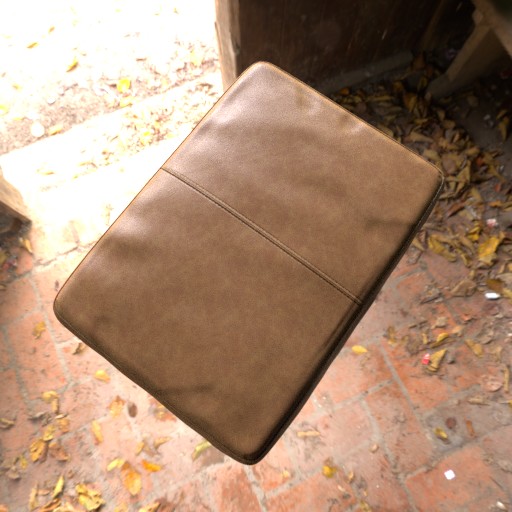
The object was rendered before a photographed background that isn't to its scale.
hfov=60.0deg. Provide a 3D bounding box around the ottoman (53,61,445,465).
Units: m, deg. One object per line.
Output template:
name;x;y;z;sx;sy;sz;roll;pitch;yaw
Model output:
ottoman;0.000;0.000;1.221;0.630;0.461;0.869;35;78;8
